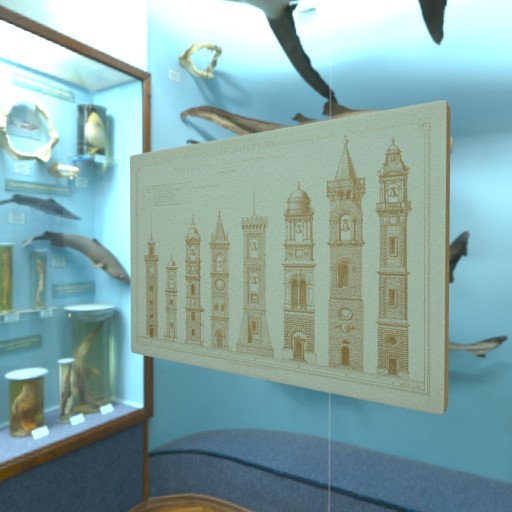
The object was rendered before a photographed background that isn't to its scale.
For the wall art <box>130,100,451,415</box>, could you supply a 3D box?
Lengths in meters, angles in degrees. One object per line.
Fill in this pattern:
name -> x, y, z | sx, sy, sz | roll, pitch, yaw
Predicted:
wall art -> 0.000, 0.000, 0.470 | 0.380, 0.254, 0.019 | 1, 1, 35
